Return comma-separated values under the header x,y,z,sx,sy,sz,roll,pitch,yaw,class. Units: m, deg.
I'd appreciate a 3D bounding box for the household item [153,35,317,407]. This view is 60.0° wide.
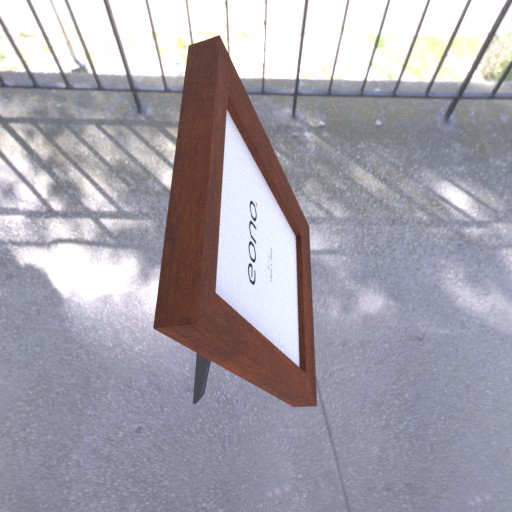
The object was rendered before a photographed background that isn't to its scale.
x,y,z,sx,sy,sz,roll,pitch,yaw,class
0.000,0.000,0.290,0.096,0.204,0.160,1,63,0,household item
